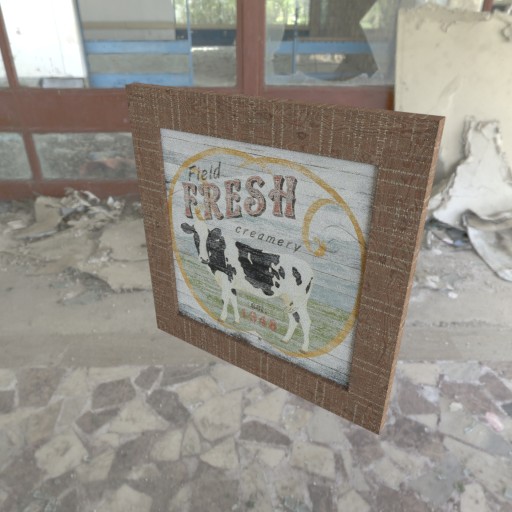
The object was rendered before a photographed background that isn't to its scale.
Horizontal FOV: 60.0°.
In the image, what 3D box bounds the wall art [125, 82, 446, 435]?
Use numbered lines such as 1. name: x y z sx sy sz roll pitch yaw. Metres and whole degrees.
1. wall art: 0.000 0.000 0.779 0.531 0.531 0.029 18 33 29
